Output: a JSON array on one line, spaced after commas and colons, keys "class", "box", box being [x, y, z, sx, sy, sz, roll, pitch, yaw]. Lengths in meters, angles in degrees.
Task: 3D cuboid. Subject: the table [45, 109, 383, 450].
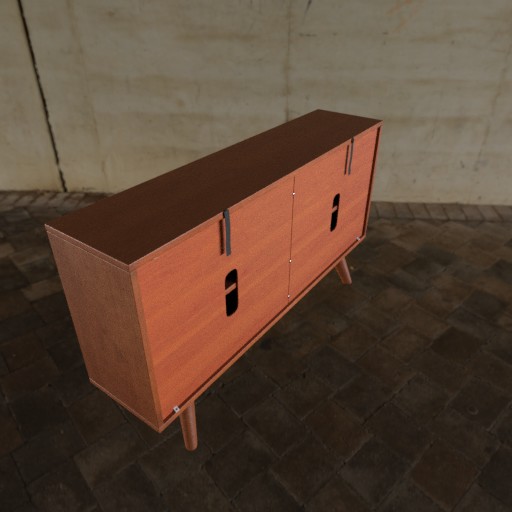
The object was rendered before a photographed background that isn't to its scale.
[{"class": "table", "box": [0.000, 0.000, 1.515, 0.308, 0.698, 1.220, 22, 38, 30]}]
